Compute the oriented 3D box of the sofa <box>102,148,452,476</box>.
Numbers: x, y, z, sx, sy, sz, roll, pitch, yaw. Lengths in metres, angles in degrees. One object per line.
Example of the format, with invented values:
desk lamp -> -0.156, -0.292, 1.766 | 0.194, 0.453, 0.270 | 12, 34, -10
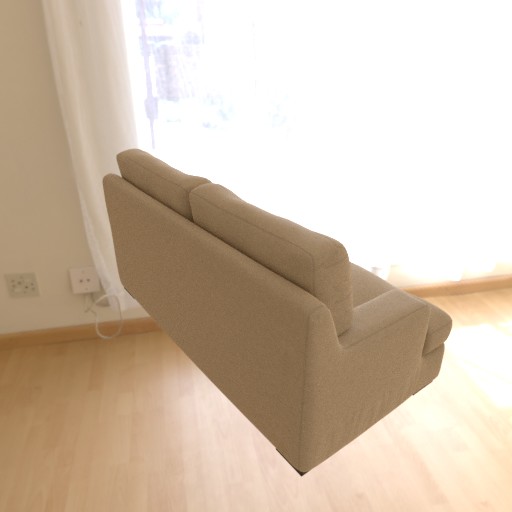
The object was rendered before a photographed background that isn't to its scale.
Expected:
sofa -> 0.000, 0.000, 2.425 | 0.962, 0.967, 1.885 | -19, 33, -32
